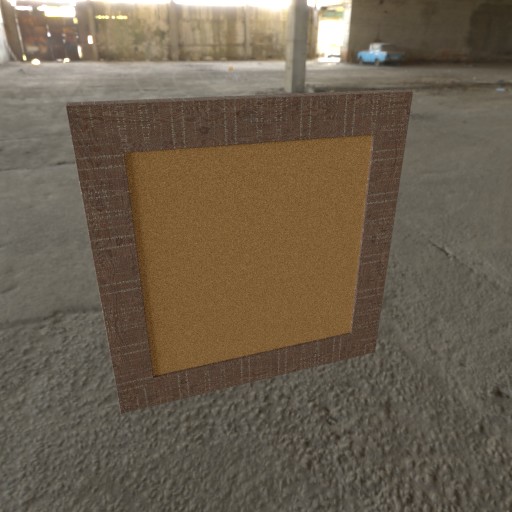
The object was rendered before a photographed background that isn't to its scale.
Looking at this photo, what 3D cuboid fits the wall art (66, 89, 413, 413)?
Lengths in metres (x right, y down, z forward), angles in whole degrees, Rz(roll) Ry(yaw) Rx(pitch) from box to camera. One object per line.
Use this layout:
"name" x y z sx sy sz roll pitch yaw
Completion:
"wall art" 0.000 0.000 0.780 0.531 0.531 0.040 -9 27 -17
